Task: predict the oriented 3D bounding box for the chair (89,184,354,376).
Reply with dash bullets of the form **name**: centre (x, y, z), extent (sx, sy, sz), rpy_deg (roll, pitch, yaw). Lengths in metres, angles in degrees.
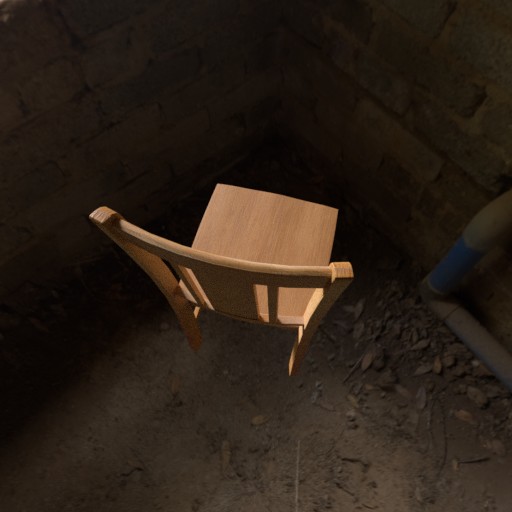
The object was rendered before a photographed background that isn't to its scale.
- **chair**: centre (0.000, 0.000, 1.275), extent (0.450, 0.998, 0.556), rpy_deg (13, 63, 7)
